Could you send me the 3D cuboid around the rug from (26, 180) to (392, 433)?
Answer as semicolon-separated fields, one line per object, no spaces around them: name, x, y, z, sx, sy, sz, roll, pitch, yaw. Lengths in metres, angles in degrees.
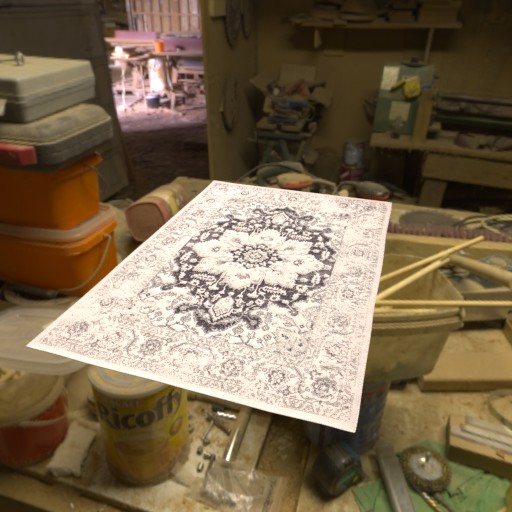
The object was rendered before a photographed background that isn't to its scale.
rug;0.000;0.000;2.230;1.223;0.008;1.813;9;32;16
